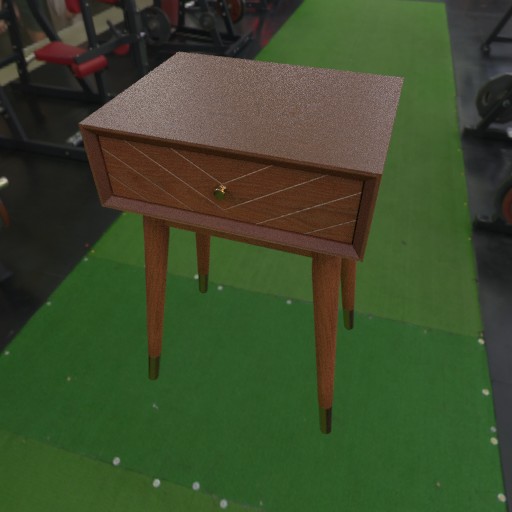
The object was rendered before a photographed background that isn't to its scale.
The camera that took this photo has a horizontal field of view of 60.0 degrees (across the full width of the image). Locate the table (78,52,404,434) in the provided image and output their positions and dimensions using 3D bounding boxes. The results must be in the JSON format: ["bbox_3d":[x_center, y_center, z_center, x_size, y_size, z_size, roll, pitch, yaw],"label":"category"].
[{"bbox_3d":[0.000,0.000,0.826,0.406,0.599,0.300,13,44,14],"label":"table"}]
